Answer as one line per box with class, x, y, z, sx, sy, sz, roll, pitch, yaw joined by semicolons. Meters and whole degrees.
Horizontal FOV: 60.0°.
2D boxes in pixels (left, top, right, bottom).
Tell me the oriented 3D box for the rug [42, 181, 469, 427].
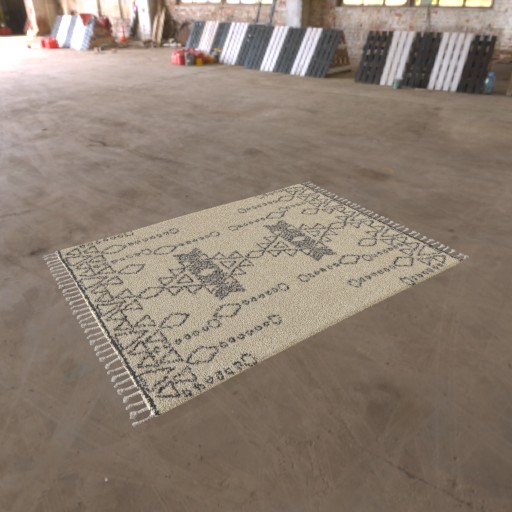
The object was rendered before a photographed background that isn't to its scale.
rug;0.000;0.000;3.792;3.027;0.028;2.125;-20;36;-29
